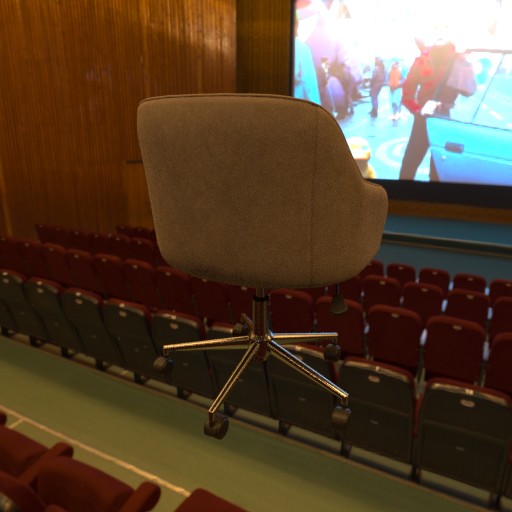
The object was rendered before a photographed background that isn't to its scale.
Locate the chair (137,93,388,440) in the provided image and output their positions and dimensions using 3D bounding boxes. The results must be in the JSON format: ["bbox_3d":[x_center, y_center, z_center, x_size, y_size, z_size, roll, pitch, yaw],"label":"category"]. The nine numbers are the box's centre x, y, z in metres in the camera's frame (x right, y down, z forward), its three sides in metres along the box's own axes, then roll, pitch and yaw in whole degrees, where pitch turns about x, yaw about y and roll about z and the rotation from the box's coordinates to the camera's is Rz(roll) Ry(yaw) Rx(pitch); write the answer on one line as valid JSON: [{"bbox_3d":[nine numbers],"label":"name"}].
[{"bbox_3d":[0.000,0.000,1.254,0.635,0.831,0.573,8,18,26],"label":"chair"}]
